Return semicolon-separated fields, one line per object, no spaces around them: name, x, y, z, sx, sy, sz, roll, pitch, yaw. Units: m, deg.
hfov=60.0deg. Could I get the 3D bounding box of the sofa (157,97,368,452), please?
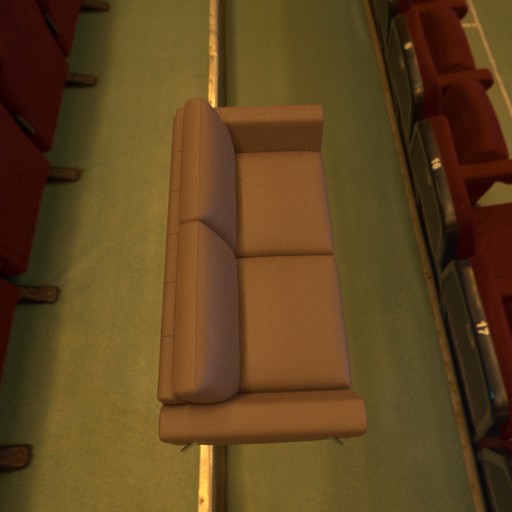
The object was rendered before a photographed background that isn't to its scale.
sofa;0.000;0.000;2.582;0.953;0.875;2.017;-2;63;-1
